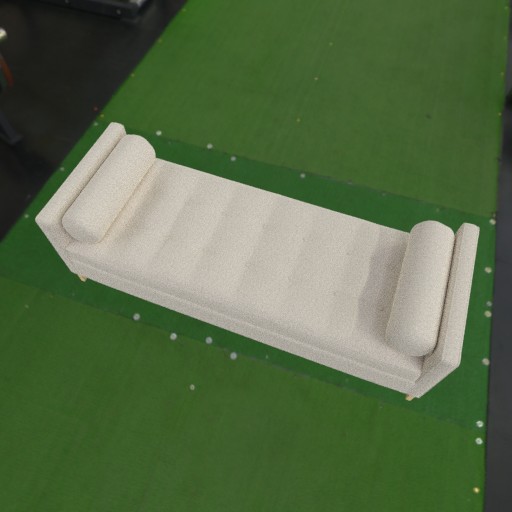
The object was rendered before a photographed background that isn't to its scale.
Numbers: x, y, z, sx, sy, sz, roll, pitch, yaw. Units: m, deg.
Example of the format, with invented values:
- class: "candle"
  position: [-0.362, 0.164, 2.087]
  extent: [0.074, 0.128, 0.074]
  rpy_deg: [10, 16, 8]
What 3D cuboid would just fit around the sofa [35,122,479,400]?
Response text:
- class: "sofa"
  position: [0.000, 0.000, 2.336]
  extent: [1.985, 0.641, 0.746]
  rpy_deg: [18, 60, 11]
